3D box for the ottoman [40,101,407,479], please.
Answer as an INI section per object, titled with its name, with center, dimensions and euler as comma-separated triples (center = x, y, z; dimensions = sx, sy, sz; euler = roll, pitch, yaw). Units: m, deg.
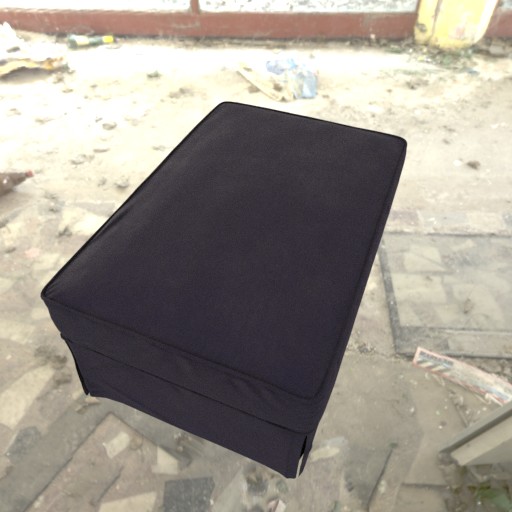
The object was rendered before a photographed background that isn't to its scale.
[ottoman]
center = 0.000, 0.000, 1.268
dimensions = 0.637, 0.503, 0.938
euler = 17, 49, 15
